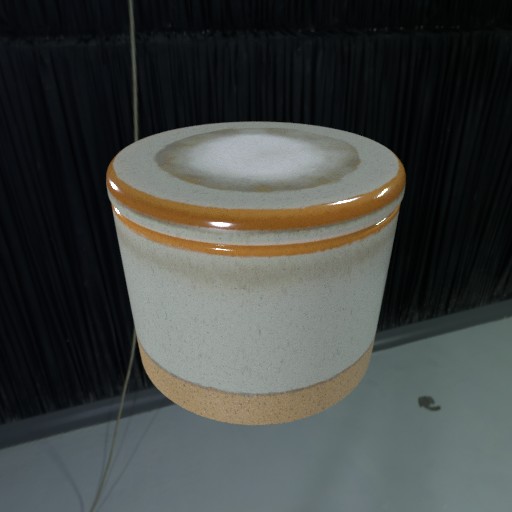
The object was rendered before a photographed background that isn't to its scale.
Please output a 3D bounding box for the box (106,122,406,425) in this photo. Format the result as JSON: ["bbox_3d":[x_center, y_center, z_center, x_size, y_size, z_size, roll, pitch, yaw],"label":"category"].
[{"bbox_3d":[0.000,0.000,0.211,0.123,0.100,0.123,0,30,0],"label":"box"}]
